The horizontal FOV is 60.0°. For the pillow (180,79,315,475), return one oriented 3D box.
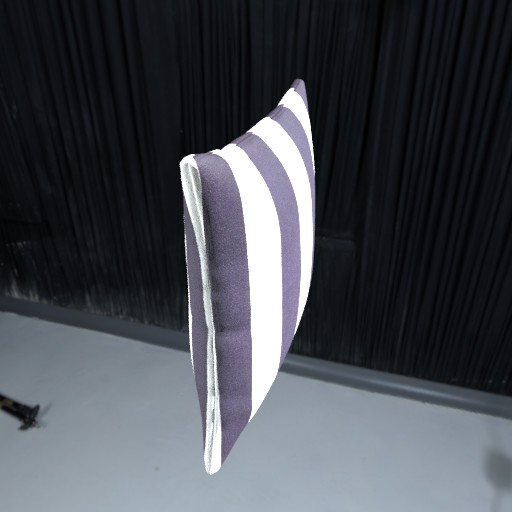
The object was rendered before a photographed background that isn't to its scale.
[{"bbox_3d":[0.000,0.000,0.803,0.189,0.526,0.536,9,32,14],"label":"pillow"}]
